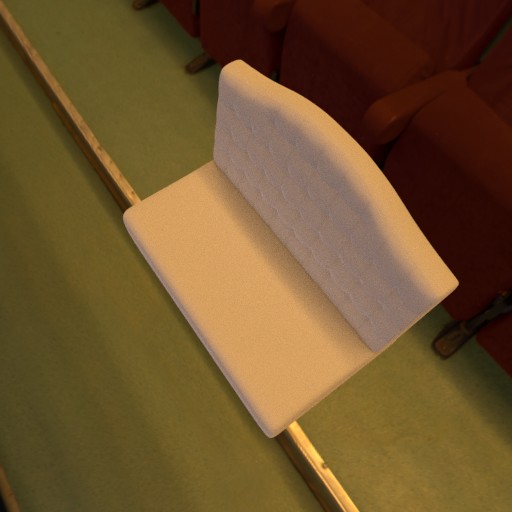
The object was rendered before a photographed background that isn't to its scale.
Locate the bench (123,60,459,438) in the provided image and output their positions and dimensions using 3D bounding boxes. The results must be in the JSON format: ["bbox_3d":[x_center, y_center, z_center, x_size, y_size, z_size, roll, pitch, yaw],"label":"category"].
[{"bbox_3d":[0.000,0.000,2.047,0.815,1.180,1.335,-33,69,-14],"label":"bench"}]
